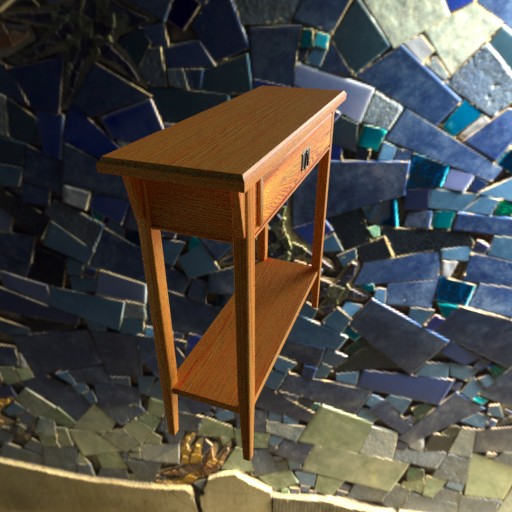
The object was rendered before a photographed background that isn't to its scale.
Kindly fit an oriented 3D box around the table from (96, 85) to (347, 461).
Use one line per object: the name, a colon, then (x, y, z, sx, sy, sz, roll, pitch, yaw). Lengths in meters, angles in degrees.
table: (0.000, 0.000, 1.143, 0.254, 0.711, 0.762, 11, 31, 18)
